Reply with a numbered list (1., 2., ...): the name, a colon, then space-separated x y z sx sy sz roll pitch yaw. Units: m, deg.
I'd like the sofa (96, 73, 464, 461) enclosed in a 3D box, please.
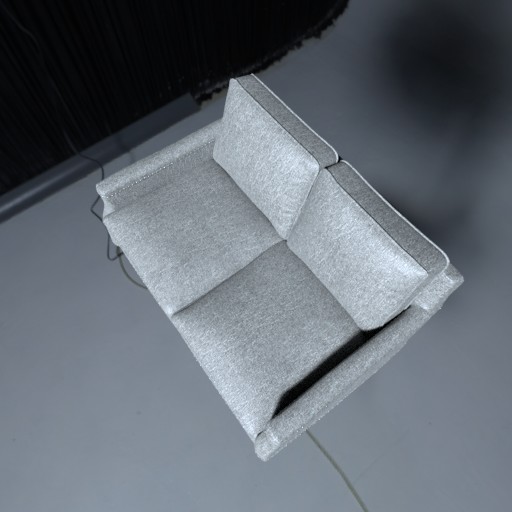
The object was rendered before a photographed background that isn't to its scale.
1. sofa: 0.000 0.000 2.283 1.084 1.003 1.597 -33 67 -16
